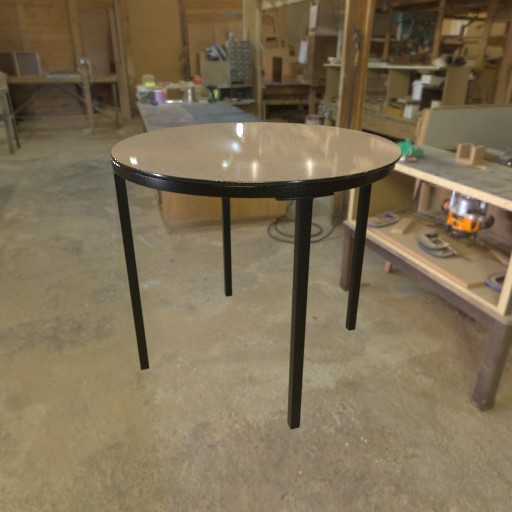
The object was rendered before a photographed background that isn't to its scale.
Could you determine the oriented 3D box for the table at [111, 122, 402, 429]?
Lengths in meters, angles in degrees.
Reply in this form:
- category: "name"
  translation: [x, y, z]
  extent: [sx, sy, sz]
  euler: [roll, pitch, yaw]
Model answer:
- category: "table"
  translation: [0.000, 0.000, 0.885]
  extent: [0.499, 0.443, 0.499]
  euler: [0, 25, 0]
